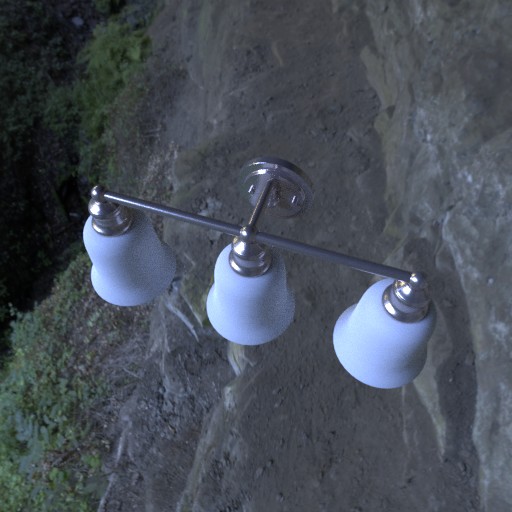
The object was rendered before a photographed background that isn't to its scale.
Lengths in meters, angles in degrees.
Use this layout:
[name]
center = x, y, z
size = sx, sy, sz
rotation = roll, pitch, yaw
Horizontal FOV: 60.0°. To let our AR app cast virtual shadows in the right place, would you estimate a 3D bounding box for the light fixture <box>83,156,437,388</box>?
[light fixture]
center = 0.000, 0.000, 0.653
size = 0.570, 0.211, 0.198
rotation = 16, 59, 10
